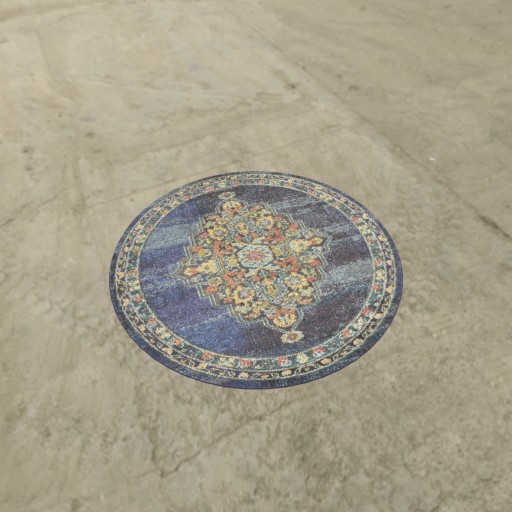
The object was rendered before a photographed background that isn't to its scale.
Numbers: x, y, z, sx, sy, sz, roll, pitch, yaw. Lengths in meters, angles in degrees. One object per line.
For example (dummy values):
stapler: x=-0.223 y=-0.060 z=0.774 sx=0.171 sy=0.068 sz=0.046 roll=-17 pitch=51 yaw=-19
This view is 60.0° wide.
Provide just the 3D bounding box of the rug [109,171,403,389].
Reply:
rug: x=0.000 y=0.000 z=3.687 sx=2.386 sy=0.014 sz=2.386 roll=0 pitch=46 yaw=0
